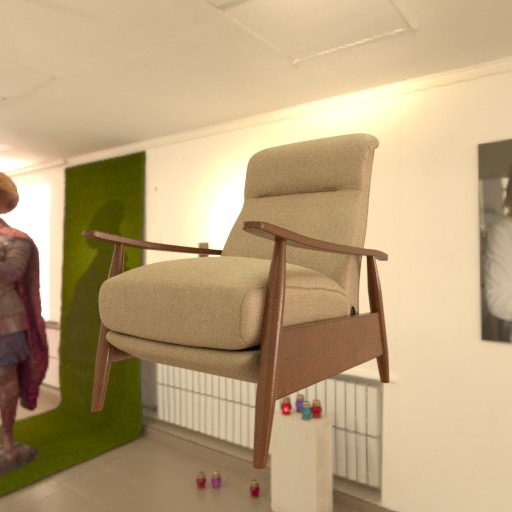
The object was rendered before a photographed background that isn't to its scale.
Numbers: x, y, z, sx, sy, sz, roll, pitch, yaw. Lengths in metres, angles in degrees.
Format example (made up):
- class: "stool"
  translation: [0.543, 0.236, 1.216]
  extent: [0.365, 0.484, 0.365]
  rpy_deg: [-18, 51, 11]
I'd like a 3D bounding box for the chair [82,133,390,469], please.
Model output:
- class: "chair"
  translation: [0.000, 0.000, 1.732]
  extent: [0.762, 1.082, 1.030]
  rpy_deg: [0, 0, 36]
